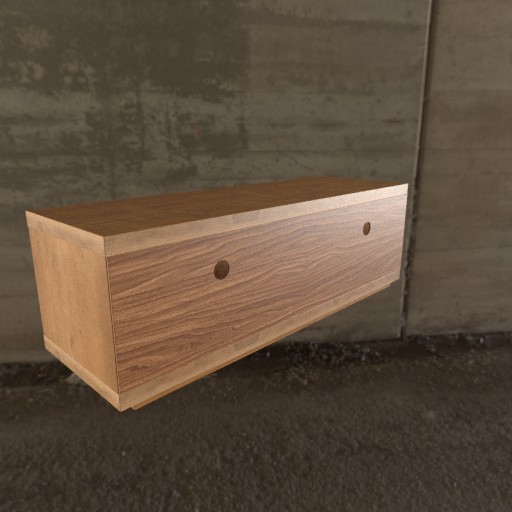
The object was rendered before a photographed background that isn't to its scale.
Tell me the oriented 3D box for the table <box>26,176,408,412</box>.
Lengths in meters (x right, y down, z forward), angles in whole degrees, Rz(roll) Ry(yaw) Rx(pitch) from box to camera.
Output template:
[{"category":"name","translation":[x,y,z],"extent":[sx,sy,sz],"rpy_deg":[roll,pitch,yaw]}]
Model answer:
[{"category":"table","translation":[0.000,0.000,1.764],"extent":[0.499,0.491,1.499],"rpy_deg":[15,22,42]}]
